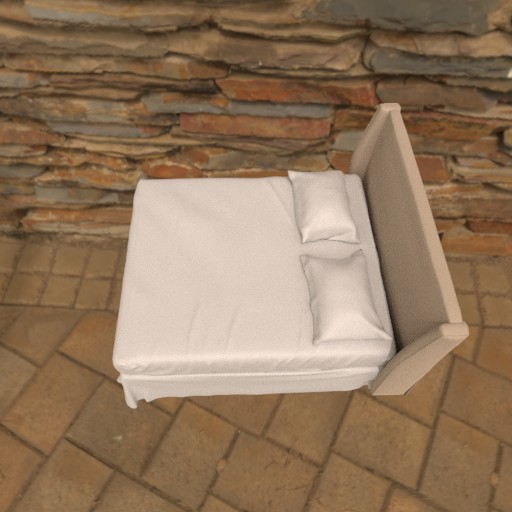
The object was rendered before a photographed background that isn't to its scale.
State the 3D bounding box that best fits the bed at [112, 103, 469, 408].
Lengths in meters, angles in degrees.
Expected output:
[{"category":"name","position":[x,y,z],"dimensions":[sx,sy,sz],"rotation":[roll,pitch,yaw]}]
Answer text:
[{"category":"bed","position":[0.000,0.000,3.420],"dimensions":[2.276,1.332,1.925],"rotation":[-2,58,-1]}]
